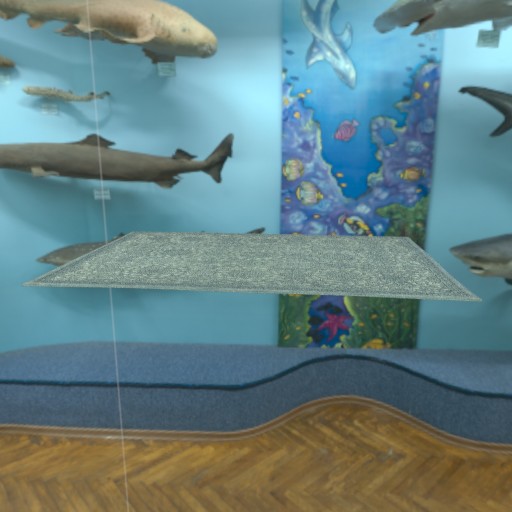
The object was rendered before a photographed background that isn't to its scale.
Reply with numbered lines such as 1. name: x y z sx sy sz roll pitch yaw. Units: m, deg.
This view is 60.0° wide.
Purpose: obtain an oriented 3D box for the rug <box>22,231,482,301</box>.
1. rug: 0.000 0.000 2.330 1.830 0.016 1.224 1 14 6
